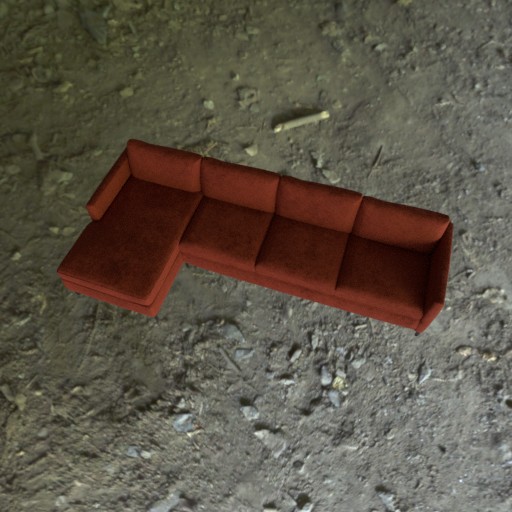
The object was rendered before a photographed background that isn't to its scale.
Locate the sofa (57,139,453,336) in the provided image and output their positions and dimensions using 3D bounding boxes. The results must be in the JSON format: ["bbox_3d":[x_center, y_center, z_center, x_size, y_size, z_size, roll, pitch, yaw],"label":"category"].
[{"bbox_3d":[0.000,0.000,3.029,2.467,0.663,1.136,16,59,10],"label":"sofa"}]
